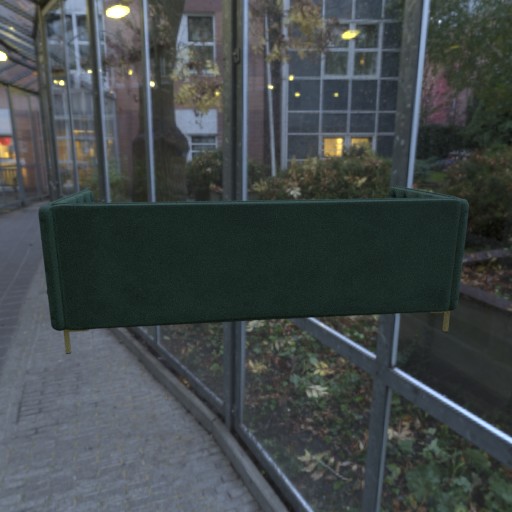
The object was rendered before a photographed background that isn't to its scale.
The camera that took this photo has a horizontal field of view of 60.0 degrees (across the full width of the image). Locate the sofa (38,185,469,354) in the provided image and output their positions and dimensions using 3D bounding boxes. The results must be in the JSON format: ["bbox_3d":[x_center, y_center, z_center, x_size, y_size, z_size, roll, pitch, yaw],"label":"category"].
[{"bbox_3d":[0.000,0.000,2.695,2.209,0.771,0.895,-2,14,-7],"label":"sofa"}]
